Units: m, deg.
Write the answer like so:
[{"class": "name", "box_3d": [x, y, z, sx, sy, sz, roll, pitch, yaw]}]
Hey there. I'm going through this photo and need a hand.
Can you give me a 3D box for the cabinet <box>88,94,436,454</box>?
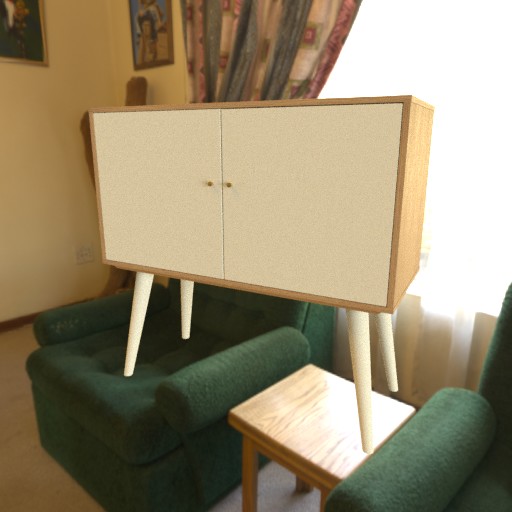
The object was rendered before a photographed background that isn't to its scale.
[{"class": "cabinet", "box_3d": [0.000, 0.000, 1.592, 1.057, 1.016, 0.470, 8, 17, 27]}]
